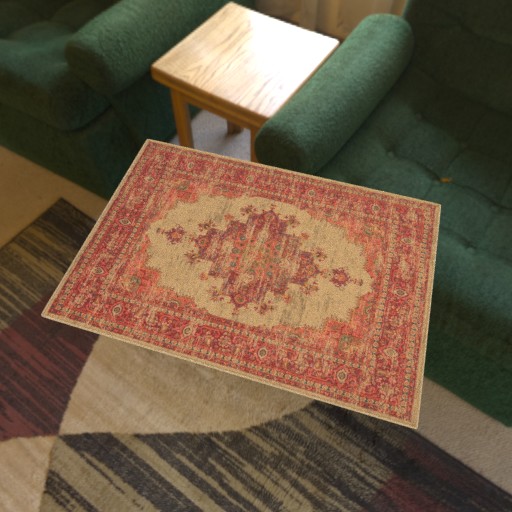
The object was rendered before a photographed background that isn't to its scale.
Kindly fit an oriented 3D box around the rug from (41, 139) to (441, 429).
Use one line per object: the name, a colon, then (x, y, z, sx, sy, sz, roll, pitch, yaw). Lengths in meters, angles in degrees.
rug: (0.000, 0.000, 2.874, 2.232, 0.011, 1.555, 14, 59, 9)
